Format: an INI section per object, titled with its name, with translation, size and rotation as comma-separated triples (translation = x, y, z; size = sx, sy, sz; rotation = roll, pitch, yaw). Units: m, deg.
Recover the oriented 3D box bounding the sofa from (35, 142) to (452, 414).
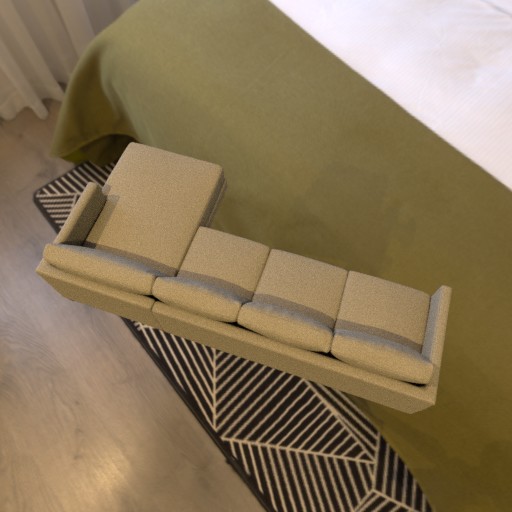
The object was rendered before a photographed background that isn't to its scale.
[sofa]
translation = 0.000, 0.000, 3.842
size = 3.186, 0.861, 1.625
rotation = 17, 65, 8
